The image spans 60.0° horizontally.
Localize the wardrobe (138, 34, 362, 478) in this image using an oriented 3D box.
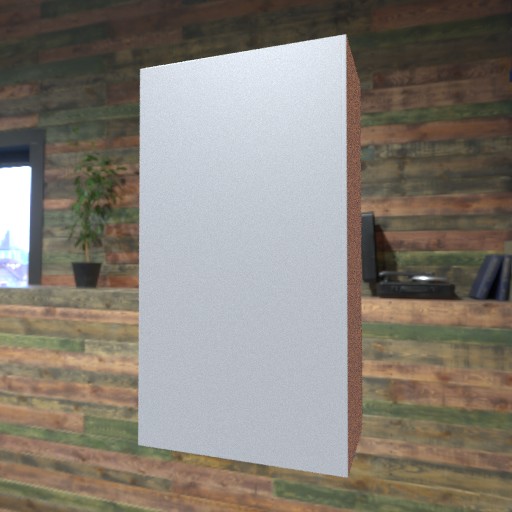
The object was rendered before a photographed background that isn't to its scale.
[{"bbox_3d":[0.000,0.000,2.242,0.991,1.808,0.577,0,-1,19],"label":"wardrobe"}]
